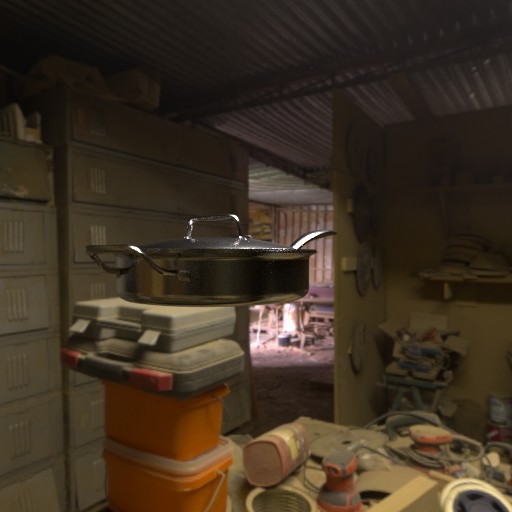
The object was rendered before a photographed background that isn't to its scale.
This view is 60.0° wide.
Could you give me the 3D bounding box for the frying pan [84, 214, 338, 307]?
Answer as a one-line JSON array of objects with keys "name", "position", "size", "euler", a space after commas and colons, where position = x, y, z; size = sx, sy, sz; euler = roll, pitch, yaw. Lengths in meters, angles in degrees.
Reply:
[{"name": "frying pan", "position": [0.000, 0.000, 0.693], "size": [0.280, 0.114, 0.561], "euler": [0, 0, 34]}]
